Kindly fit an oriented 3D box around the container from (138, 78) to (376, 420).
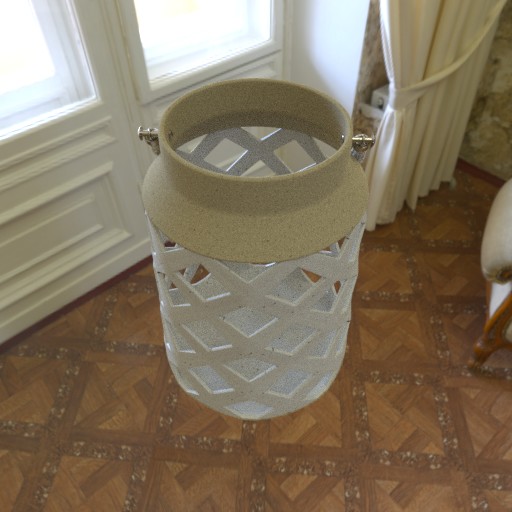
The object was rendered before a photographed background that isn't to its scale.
[{"bbox_3d":[0.000,0.000,0.334,0.163,0.229,0.172,2,47,2],"label":"container"}]
